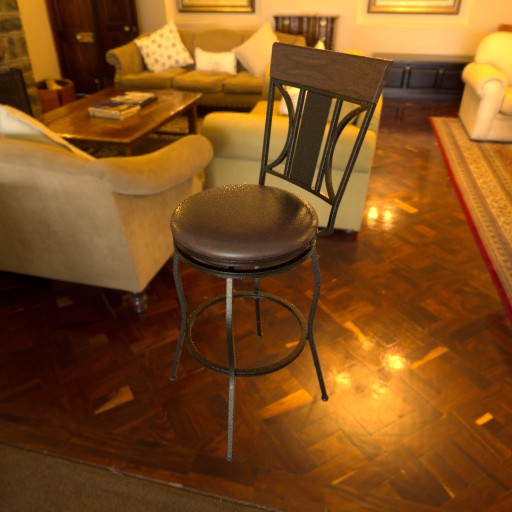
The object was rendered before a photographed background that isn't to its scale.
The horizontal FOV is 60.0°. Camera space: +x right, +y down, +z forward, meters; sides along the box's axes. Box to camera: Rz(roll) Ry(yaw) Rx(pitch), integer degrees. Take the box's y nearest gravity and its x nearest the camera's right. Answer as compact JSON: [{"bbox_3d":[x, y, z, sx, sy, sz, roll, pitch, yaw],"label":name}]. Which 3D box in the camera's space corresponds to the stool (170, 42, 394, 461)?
[{"bbox_3d":[0.000,0.000,1.368,0.513,1.130,0.448,-20,37,-29],"label":"stool"}]
